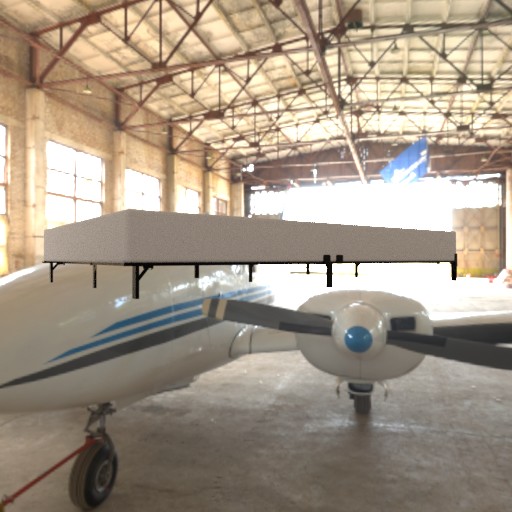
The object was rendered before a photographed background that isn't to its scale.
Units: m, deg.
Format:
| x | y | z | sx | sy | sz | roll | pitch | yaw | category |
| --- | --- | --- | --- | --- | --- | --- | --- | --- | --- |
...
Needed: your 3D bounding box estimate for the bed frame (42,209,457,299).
| x | y | z | sx | sy | sz | roll | pitch | yaw | category |
| --- | --- | --- | --- | --- | --- | --- | --- | --- | --- |
| 0.000 | 0.000 | 3.785 | 2.987 | 0.440 | 1.930 | 0 | 0 | -36 | bed frame |
